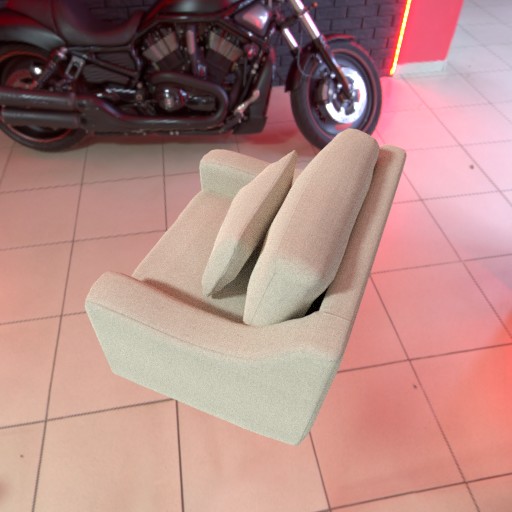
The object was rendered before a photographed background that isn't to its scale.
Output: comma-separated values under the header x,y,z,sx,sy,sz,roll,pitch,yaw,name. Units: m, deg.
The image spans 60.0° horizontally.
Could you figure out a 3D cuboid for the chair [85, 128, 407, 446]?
x,y,z,sx,sy,sz,roll,pitch,yaw,name
0.000,0.000,1.998,1.009,1.016,1.178,17,49,15,chair
